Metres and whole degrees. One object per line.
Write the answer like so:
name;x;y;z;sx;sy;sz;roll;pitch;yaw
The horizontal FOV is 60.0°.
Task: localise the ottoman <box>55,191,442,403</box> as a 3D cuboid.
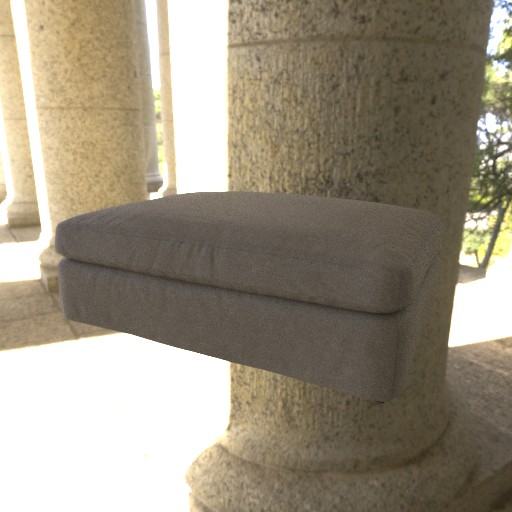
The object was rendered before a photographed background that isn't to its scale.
ottoman;0.000;0.000;1.624;1.199;0.429;0.840;8;17;27
